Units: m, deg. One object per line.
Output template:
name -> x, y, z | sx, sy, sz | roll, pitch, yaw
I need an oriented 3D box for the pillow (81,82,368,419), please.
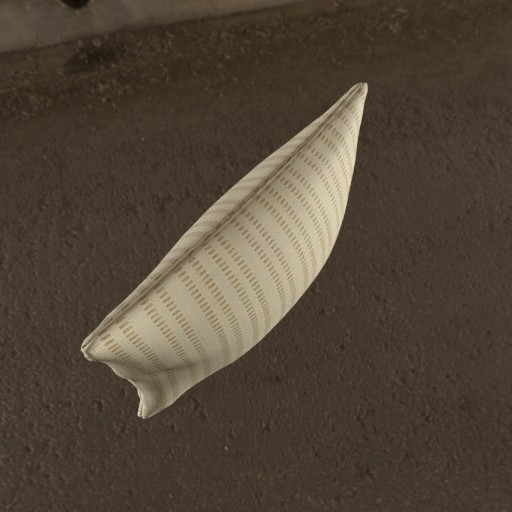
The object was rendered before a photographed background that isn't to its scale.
pillow -> 0.000, 0.000, 0.790 | 0.210, 0.353, 0.640 | 34, 64, 19
